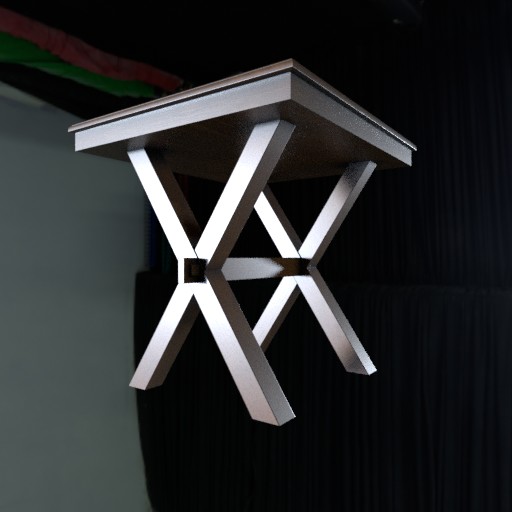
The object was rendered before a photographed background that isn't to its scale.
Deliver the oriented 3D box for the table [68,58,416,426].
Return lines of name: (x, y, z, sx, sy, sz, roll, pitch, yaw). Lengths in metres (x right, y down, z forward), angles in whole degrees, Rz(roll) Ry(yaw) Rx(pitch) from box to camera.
table: (0.000, 0.000, 1.032, 0.560, 0.562, 0.602, 0, 0, 36)
